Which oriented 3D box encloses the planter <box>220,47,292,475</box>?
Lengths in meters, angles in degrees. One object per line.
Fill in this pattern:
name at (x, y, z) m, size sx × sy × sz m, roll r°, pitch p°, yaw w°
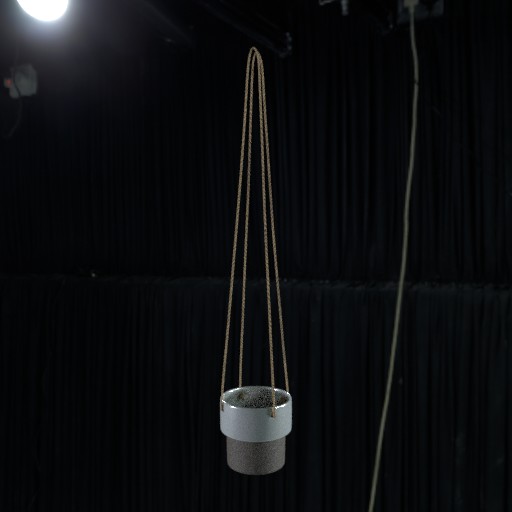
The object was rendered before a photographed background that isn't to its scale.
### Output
planter at (0.000, 0.000, 1.158) m, size 0.187 × 1.073 × 0.187 m, roll 0°, pitch 0°, yaw 18°
